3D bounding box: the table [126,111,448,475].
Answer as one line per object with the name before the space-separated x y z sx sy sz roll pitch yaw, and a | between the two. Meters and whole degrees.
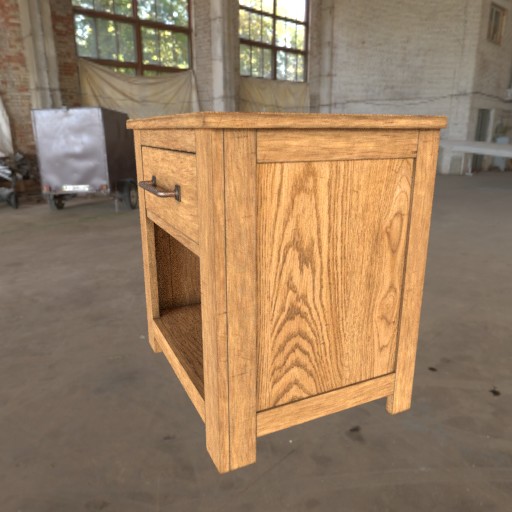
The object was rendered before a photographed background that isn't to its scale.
table | 0.000 0.000 1.052 0.494 0.625 0.601 -7 17 -25
